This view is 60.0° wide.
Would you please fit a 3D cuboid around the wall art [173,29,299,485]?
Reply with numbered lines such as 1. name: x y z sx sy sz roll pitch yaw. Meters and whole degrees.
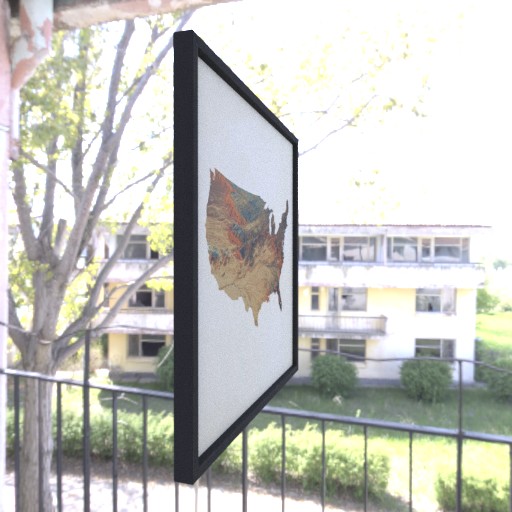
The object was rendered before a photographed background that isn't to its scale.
1. wall art: 0.000 0.000 0.440 0.015 0.303 0.304 0 1 19
